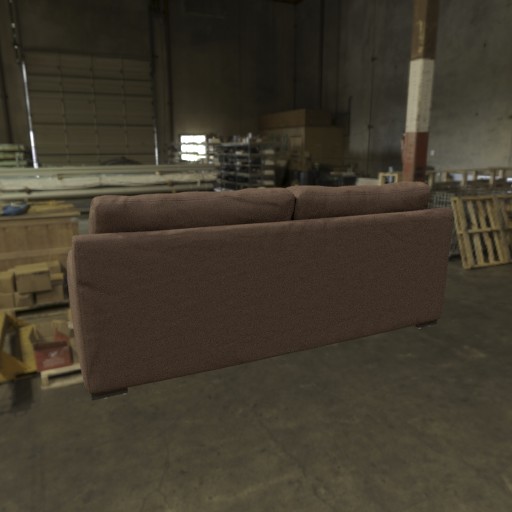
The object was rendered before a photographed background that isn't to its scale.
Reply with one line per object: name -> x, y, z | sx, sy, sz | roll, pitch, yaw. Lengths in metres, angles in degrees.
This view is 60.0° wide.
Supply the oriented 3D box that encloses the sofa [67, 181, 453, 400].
sofa -> 0.000, 0.000, 2.892 | 2.274, 0.950, 1.140 | -6, 15, -24
